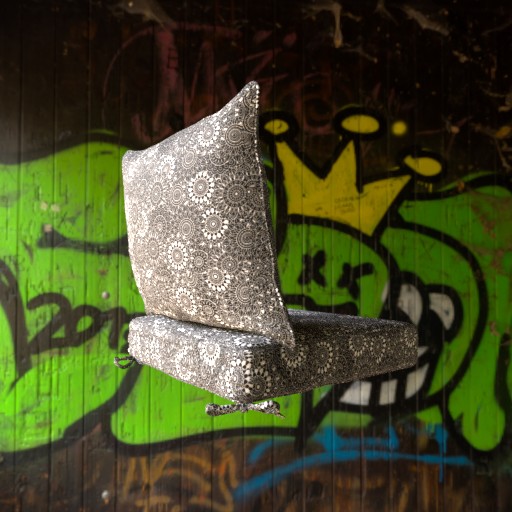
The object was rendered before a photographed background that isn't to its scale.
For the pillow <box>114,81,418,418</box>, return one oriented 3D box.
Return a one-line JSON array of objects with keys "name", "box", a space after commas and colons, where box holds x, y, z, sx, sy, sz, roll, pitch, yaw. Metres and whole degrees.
[{"name": "pillow", "box": [0.000, 0.000, 1.392, 0.740, 0.722, 0.798, 1, -2, -36]}]
